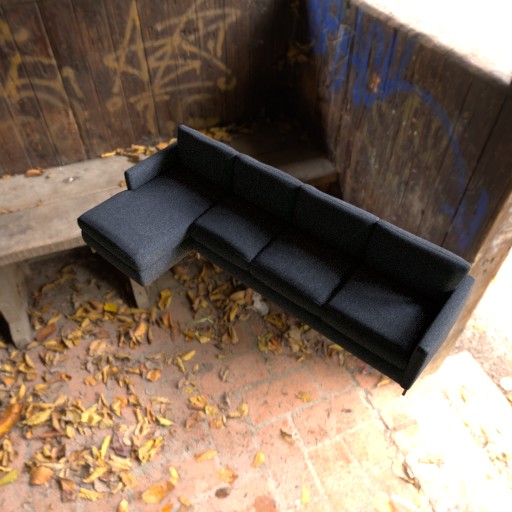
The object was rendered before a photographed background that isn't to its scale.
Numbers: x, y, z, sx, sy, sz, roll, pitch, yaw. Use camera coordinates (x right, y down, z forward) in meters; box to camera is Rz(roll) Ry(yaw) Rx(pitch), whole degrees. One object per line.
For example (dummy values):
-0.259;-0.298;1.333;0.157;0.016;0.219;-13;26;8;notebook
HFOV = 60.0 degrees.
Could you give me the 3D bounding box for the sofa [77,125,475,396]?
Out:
0.000;0.000;3.493;2.932;0.810;1.350;31;54;26;sofa
